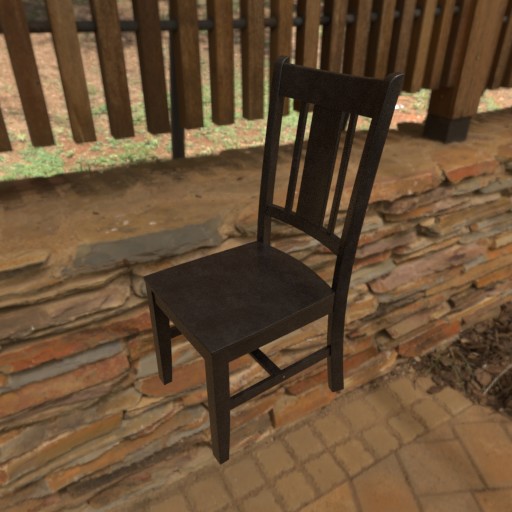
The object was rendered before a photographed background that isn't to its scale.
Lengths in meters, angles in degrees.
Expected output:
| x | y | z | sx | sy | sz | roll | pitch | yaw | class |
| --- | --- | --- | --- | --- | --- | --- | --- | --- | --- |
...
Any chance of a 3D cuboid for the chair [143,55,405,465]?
| x | y | z | sx | sy | sz | roll | pitch | yaw | class |
| --- | --- | --- | --- | --- | --- | --- | --- | --- | --- |
| 0.000 | 0.000 | 1.284 | 0.555 | 0.998 | 0.450 | -20 | 35 | -30 | chair |
